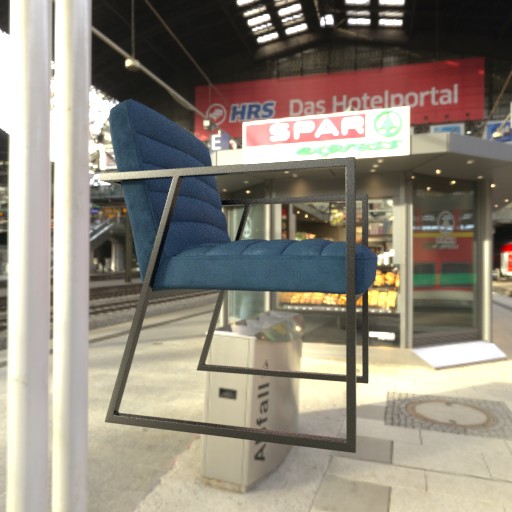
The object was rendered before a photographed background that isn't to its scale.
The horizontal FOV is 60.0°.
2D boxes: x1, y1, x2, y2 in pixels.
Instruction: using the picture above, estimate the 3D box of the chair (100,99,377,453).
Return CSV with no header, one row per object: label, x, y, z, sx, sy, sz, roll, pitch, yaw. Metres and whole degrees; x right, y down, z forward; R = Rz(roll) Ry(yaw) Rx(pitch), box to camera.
chair,0.000,0.000,1.292,0.677,0.833,0.571,0,-1,17
